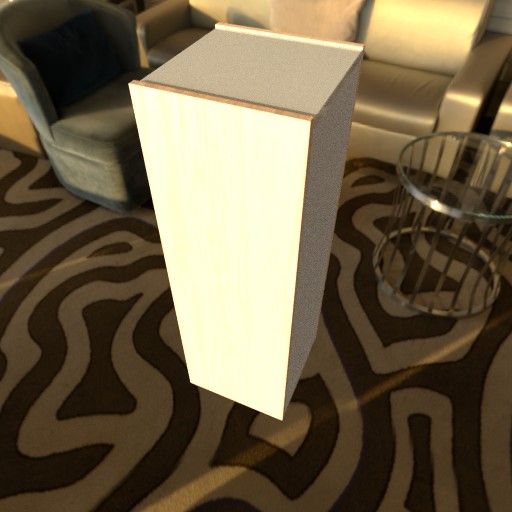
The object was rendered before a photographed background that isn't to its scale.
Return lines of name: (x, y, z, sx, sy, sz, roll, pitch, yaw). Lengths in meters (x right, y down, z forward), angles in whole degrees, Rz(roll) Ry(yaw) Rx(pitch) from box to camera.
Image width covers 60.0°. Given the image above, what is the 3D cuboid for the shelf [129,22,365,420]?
shelf: (0.000, 0.000, 1.045, 0.290, 0.900, 0.300, 17, 48, 16)
